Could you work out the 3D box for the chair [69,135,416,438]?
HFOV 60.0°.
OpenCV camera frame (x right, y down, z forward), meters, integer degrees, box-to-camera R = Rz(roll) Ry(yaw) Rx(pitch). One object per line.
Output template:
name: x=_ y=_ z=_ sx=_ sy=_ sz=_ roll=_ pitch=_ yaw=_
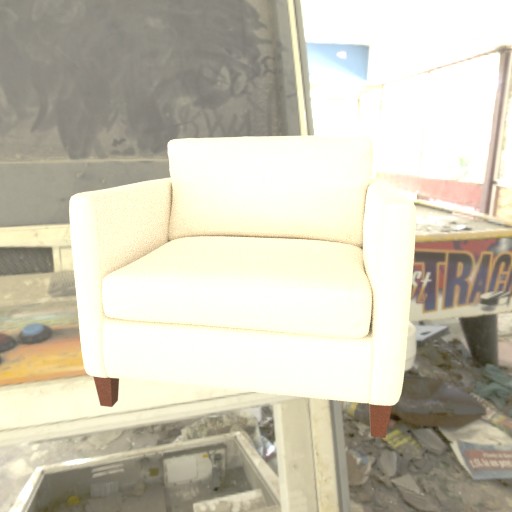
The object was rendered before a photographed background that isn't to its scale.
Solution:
chair: x=0.000 y=0.000 z=1.667 sx=1.019 sy=0.885 sz=0.878 roll=3 pitch=14 yaw=10
